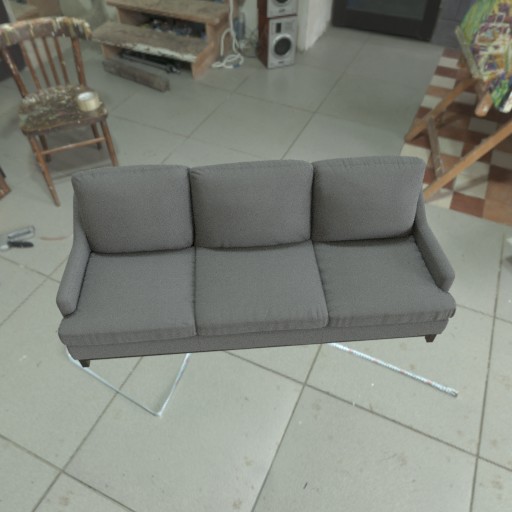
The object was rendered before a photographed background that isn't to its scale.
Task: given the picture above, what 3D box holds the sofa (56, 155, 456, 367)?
[{"bbox_3d":[0.000,0.000,2.833,2.344,0.926,0.987,-3,48,-3],"label":"sofa"}]
